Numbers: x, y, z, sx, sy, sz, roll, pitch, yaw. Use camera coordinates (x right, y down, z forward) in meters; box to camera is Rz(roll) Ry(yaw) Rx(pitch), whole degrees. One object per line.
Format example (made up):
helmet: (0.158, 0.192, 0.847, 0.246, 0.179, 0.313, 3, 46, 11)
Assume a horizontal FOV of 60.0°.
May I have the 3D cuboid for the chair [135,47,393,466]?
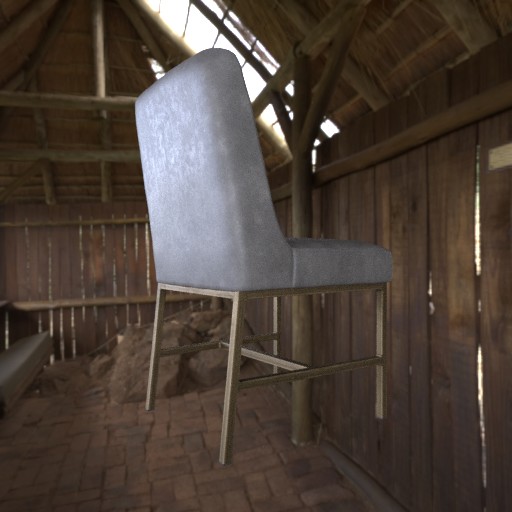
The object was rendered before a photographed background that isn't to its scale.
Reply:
chair: (0.000, 0.000, 1.251, 0.587, 0.889, 0.508, 0, 0, -36)
